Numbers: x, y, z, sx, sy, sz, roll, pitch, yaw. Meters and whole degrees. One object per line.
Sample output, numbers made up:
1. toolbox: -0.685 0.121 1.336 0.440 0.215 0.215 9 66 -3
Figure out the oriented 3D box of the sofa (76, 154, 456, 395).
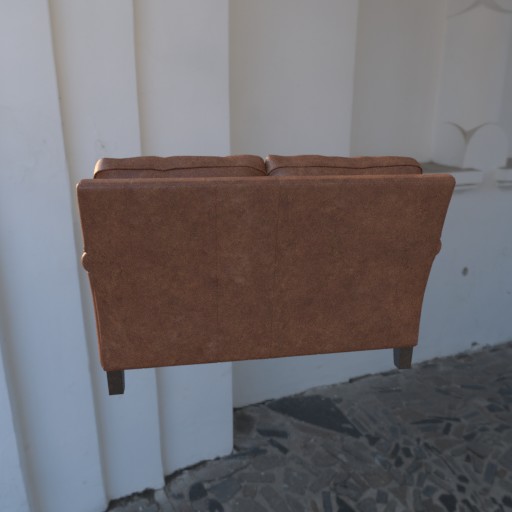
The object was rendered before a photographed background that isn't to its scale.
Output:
1. sofa: 0.000 0.000 2.215 1.527 1.004 1.077 -2 15 -9
